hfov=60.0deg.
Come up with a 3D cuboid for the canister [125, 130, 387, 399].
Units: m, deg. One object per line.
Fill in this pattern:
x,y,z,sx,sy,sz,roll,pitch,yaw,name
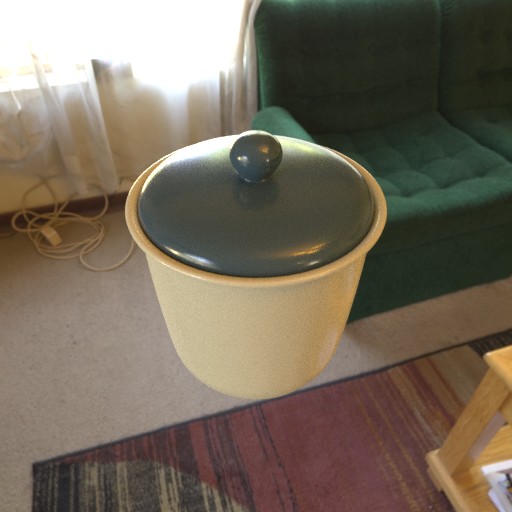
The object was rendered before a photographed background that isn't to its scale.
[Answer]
0.000,0.000,0.353,0.182,0.208,0.182,0,41,0,canister
